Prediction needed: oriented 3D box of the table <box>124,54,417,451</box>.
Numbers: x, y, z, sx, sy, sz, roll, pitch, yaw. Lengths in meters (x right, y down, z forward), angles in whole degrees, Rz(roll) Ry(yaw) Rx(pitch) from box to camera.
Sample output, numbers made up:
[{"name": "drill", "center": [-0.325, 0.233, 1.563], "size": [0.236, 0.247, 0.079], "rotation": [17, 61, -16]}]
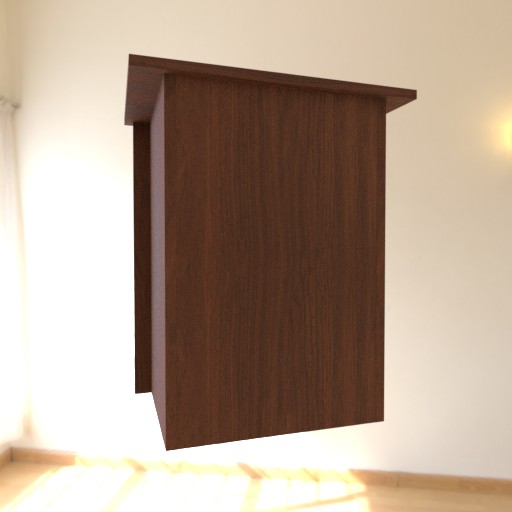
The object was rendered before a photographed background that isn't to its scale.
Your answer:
[{"name": "table", "center": [0.000, 0.000, 1.055], "size": [0.589, 0.711, 0.406], "rotation": [0, 1, -18]}]
